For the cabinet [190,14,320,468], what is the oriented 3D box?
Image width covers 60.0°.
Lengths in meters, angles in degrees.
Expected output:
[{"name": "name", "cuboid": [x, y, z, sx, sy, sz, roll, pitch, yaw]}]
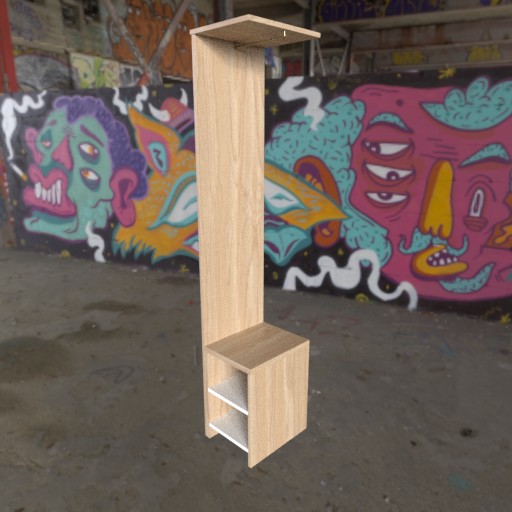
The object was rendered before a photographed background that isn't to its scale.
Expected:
[{"name": "cabinet", "cuboid": [0.000, 0.000, 2.036, 0.338, 1.879, 0.411, 15, 21, 43]}]
